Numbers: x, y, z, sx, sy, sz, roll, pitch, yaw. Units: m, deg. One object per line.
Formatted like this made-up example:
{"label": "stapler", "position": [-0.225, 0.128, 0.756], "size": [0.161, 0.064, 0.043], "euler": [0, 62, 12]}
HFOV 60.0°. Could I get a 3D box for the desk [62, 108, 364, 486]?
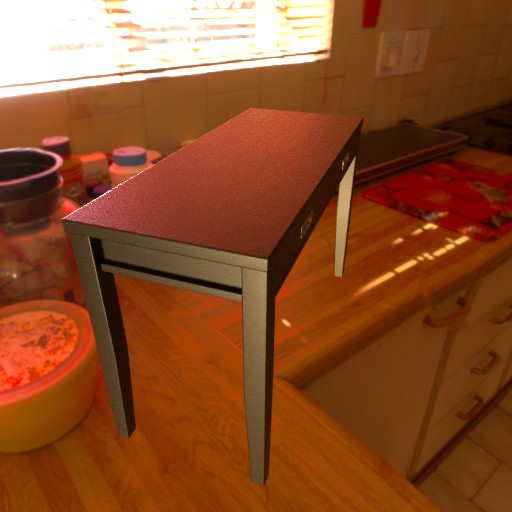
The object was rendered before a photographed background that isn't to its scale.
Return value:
{"label": "desk", "position": [0.000, 0.000, 1.636], "size": [0.508, 0.775, 1.220], "euler": [11, 32, 17]}
